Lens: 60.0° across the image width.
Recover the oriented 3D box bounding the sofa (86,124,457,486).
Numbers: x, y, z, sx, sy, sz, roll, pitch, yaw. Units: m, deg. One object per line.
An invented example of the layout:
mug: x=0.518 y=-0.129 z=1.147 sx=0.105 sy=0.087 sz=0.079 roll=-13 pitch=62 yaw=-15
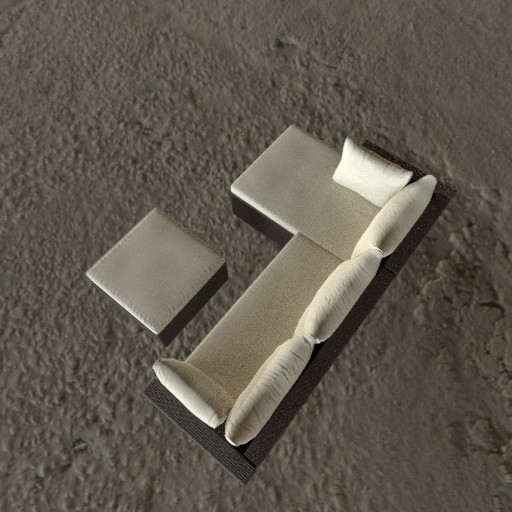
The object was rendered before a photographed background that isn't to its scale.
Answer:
sofa: x=0.000 y=0.000 z=2.938 sx=1.612 sy=0.766 sz=2.192 roll=35 pitch=68 yaw=16
